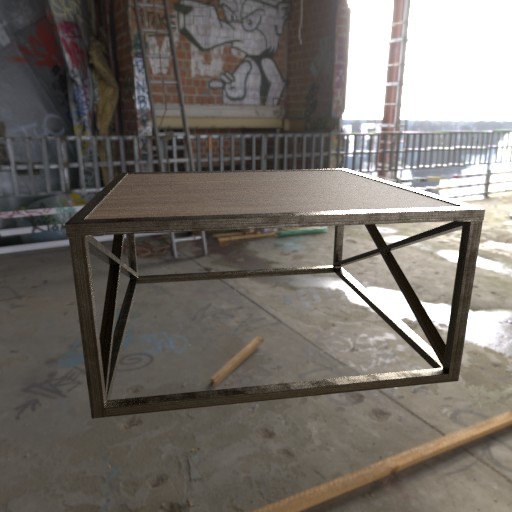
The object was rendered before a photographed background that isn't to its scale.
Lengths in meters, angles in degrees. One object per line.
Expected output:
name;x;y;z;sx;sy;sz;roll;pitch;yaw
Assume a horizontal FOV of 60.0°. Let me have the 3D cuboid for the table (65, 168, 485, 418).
table;0.000;0.000;1.427;0.909;0.451;0.899;-3;17;-9
